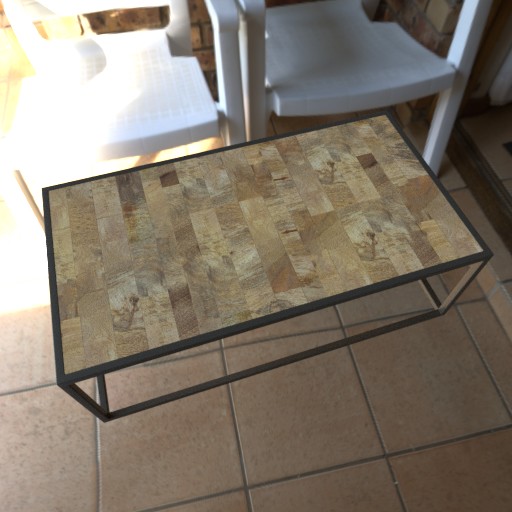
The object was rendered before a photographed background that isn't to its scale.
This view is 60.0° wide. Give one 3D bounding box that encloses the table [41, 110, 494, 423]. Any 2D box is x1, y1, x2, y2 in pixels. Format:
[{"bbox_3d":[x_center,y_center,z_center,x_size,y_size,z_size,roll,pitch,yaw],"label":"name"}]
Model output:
[{"bbox_3d":[0.000,0.000,1.480,1.199,0.398,0.649,-15,58,-10],"label":"table"}]
